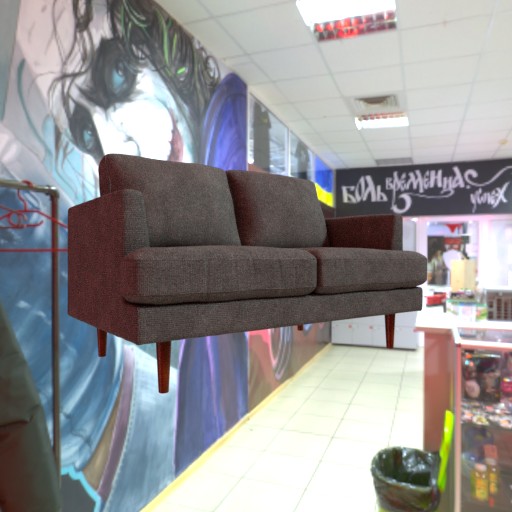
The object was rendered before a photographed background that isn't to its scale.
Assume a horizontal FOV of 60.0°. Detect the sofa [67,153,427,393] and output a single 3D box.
[{"bbox_3d":[0.000,0.000,2.174,1.582,0.956,0.903,0,0,-36],"label":"sofa"}]
